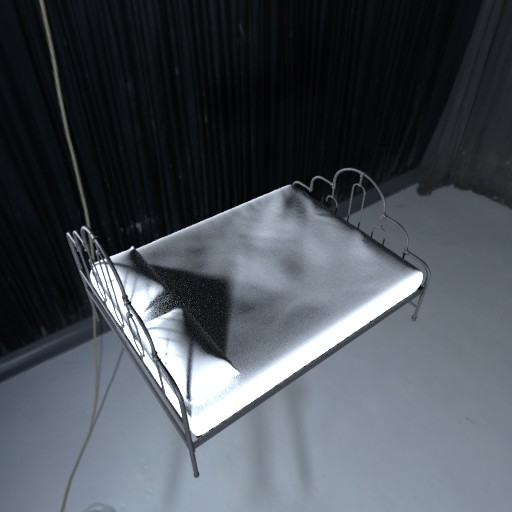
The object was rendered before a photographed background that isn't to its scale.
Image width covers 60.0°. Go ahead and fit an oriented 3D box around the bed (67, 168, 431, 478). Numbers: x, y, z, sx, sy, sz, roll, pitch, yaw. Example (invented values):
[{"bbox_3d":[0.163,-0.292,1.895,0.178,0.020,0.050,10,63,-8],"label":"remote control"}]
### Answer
[{"bbox_3d":[0.000,0.000,3.272,2.163,1.429,1.640,-26,48,-27],"label":"bed"}]
